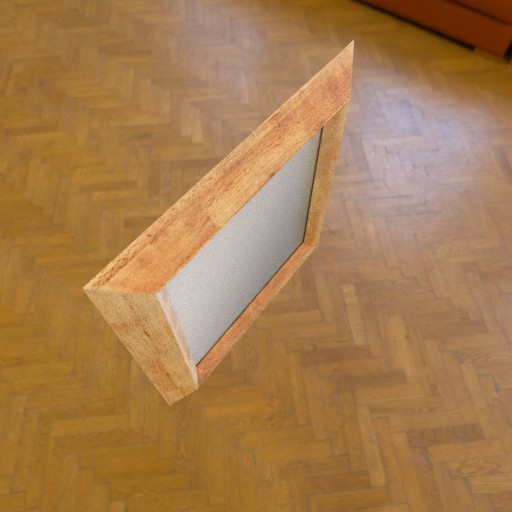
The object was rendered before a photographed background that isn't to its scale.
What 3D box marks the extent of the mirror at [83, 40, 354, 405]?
[{"bbox_3d":[0.000,0.000,0.960,0.047,0.651,0.651,34,65,18],"label":"mirror"}]
